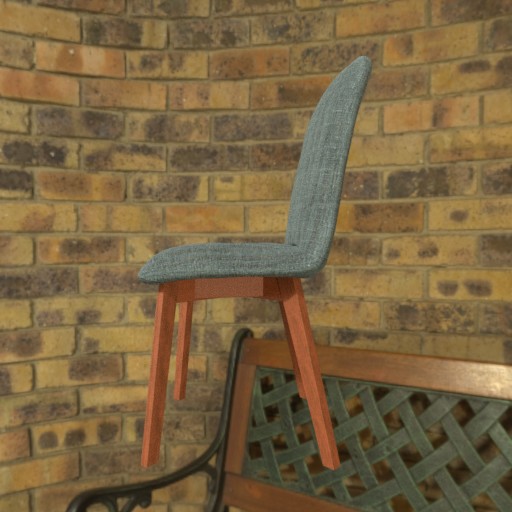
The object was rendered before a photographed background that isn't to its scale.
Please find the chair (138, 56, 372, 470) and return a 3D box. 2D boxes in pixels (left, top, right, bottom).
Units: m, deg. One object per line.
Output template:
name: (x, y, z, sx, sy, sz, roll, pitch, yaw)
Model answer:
chair: (0.000, 0.000, 1.263, 0.563, 0.974, 0.522, 0, 1, -1)
